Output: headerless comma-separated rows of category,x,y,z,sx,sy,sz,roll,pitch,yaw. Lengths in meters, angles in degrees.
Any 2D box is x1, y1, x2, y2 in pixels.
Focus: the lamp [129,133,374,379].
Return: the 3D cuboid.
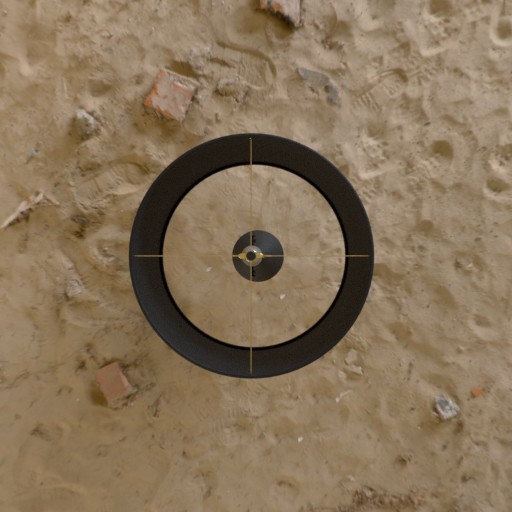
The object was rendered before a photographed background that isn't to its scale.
lamp,0.000,0.000,1.804,0.580,1.526,0.580,0,90,1
